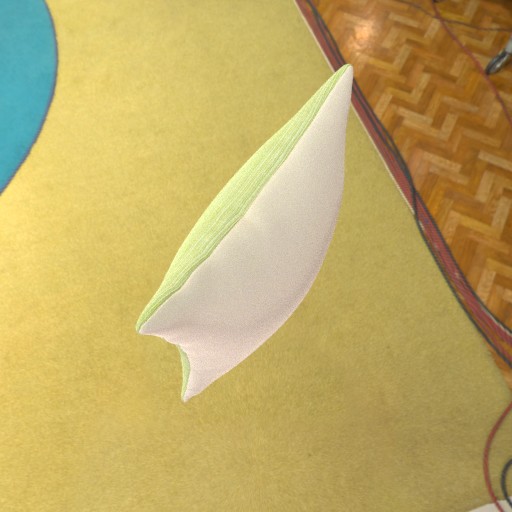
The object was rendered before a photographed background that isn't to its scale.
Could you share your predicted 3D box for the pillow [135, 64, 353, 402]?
[{"bbox_3d":[0.000,0.000,0.833,0.229,0.487,0.560,31,68,14],"label":"pillow"}]
